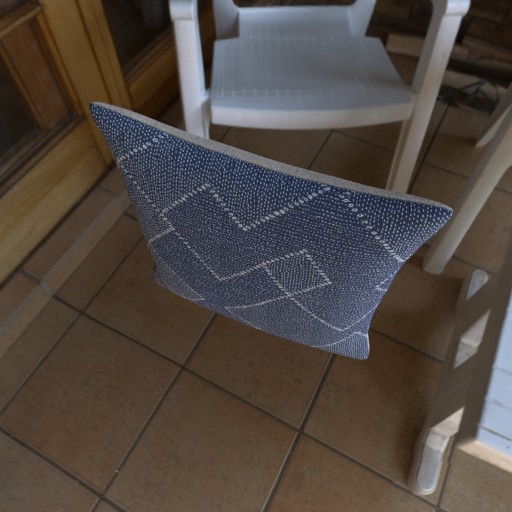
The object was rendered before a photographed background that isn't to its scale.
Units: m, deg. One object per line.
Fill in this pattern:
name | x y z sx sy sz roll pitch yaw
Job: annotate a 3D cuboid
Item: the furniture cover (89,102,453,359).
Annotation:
furniture cover | 0.000 0.000 0.780 0.511 0.503 0.162 19 60 11
